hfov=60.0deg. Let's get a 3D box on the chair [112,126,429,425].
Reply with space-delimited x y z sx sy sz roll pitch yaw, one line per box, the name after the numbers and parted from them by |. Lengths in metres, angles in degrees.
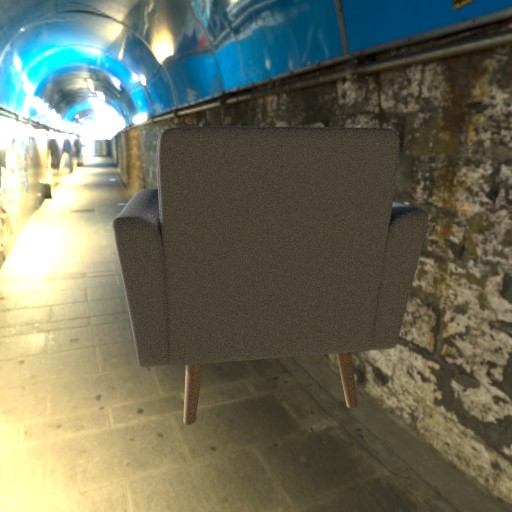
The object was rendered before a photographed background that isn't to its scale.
0.000 0.000 1.434 0.780 0.780 0.750 -2 14 -9 | chair
